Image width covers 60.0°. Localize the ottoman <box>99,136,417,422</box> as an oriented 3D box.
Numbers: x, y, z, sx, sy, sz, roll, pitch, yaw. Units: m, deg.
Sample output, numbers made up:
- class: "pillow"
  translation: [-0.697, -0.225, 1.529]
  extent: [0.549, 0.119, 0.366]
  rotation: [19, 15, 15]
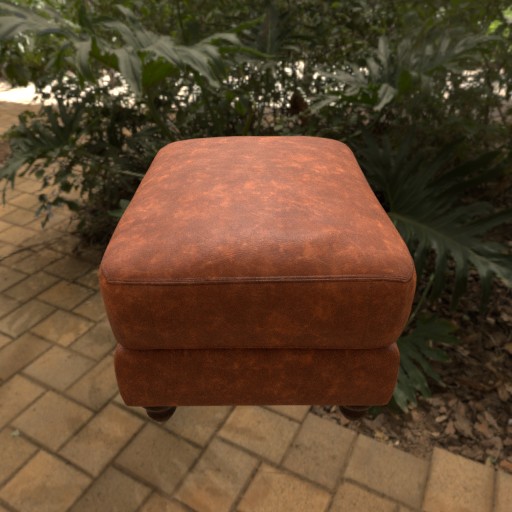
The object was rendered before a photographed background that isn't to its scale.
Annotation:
- class: "ottoman"
  translation: [0.000, 0.000, 1.262]
  extent: [0.657, 0.562, 0.832]
  rotation: [0, 32, -1]
